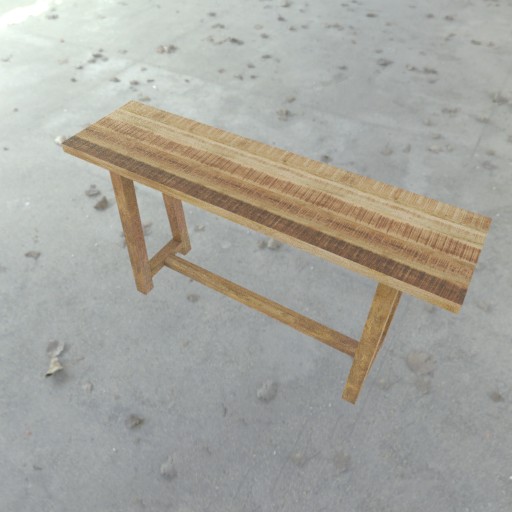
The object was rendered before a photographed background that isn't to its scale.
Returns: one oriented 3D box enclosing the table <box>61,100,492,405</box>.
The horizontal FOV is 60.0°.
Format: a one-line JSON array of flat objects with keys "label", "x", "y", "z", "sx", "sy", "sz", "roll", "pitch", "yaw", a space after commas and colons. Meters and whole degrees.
[{"label": "table", "x": 0.000, "y": 0.000, "z": 1.864, "sx": 1.524, "sy": 0.810, "sz": 0.405, "roll": 24, "pitch": 51, "yaw": 21}]
